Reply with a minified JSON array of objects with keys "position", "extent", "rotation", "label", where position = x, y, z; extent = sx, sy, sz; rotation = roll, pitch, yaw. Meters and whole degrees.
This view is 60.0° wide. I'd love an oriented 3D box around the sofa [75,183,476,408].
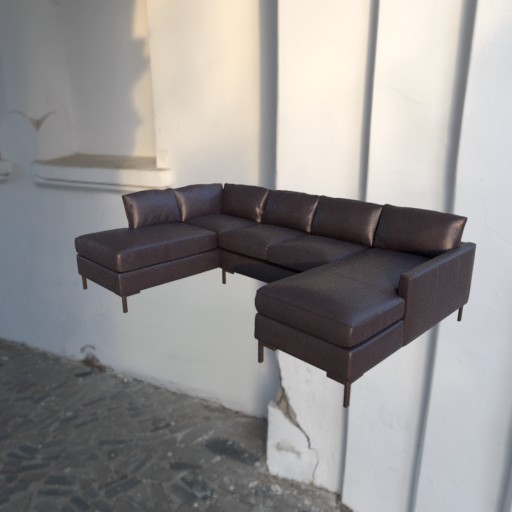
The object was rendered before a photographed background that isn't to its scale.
[{"position":[0.000,0.000,3.836],"extent":[1.939,0.900,2.956],"rotation":[-16,23,-43],"label":"sofa"}]
